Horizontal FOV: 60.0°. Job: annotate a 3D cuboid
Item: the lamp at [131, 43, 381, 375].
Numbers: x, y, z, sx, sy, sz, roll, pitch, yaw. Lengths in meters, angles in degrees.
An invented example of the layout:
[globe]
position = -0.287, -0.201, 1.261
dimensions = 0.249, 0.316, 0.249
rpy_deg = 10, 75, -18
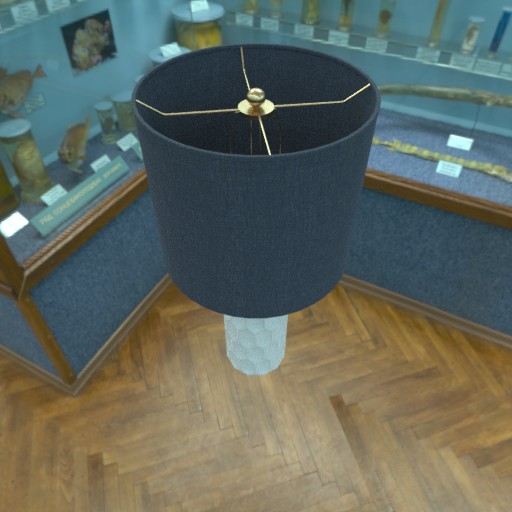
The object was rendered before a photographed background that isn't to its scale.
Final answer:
[lamp]
position = 0.000, 0.000, 0.690
dimensions = 0.277, 0.537, 0.277
rpy_deg = 23, 50, 21
